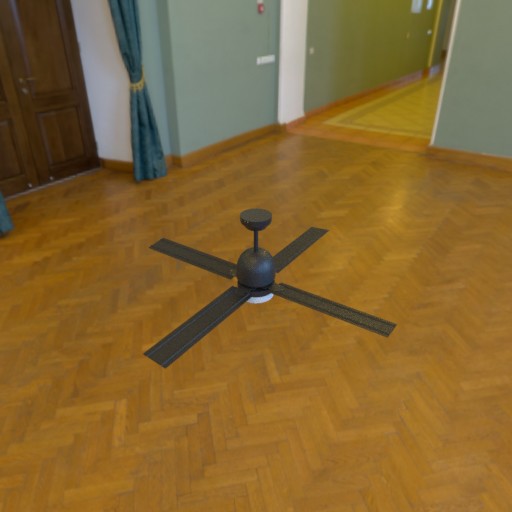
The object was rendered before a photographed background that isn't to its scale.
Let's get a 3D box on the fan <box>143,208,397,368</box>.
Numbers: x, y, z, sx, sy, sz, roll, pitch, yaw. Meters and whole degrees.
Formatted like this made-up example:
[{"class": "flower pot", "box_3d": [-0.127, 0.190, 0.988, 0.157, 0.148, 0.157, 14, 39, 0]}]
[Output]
[{"class": "fan", "box_3d": [0.000, 0.000, 2.020, 1.319, 0.410, 1.319, 18, 34, 28]}]
